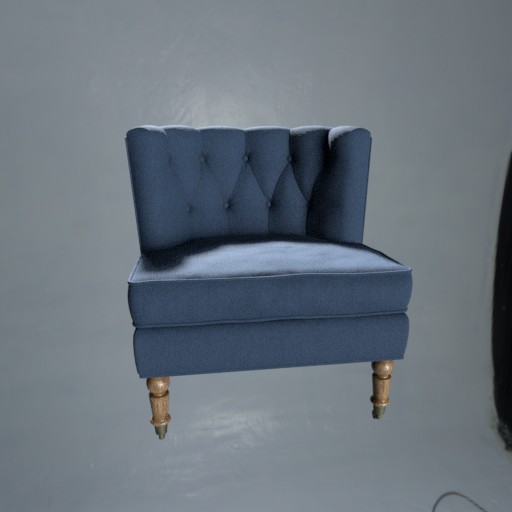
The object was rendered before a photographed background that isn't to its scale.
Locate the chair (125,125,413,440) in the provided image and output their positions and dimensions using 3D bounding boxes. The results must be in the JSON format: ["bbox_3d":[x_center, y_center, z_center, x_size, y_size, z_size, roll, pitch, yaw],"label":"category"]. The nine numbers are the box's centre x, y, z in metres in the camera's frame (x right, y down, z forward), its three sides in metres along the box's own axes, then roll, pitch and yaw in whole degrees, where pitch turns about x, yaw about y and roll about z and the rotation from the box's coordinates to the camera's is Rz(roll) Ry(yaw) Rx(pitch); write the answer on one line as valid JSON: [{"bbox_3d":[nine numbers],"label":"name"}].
[{"bbox_3d":[0.000,0.000,1.350,0.740,0.771,0.718,-2,16,-8],"label":"chair"}]
